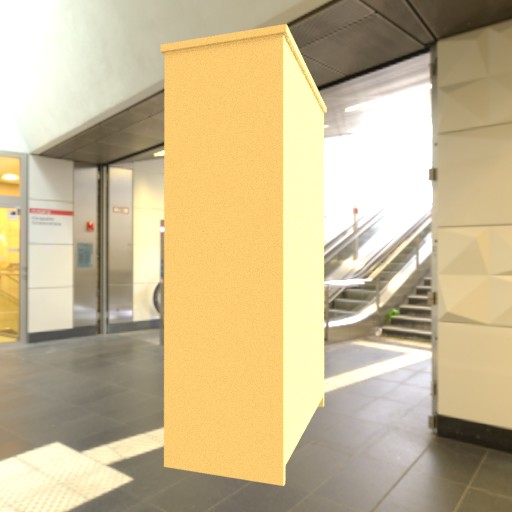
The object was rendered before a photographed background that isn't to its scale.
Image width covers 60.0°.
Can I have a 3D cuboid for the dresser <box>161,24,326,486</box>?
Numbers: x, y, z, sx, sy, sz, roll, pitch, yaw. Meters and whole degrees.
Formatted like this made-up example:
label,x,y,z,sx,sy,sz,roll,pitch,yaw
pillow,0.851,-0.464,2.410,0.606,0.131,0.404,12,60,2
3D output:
label,x,y,z,sx,sy,sz,roll,pitch,yaw
dresser,0.000,0.000,1.594,0.399,1.255,0.704,0,0,18
